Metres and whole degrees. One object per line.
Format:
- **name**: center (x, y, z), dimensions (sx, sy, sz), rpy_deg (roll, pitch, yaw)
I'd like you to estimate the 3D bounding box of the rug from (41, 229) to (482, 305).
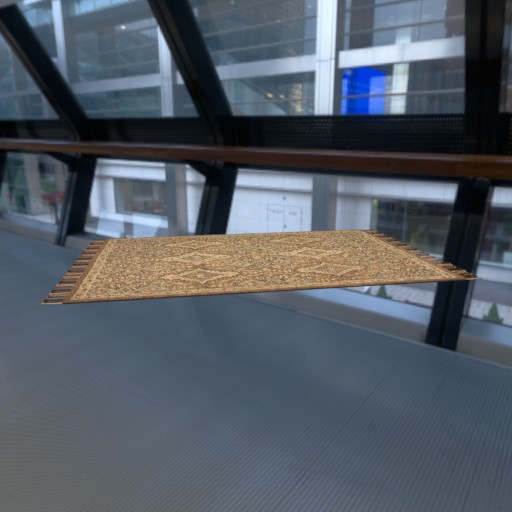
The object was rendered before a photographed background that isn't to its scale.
- **rug**: center (0.000, 0.000, 3.119), dimensions (2.434, 0.010, 1.516), rpy_deg (-3, 15, -10)
